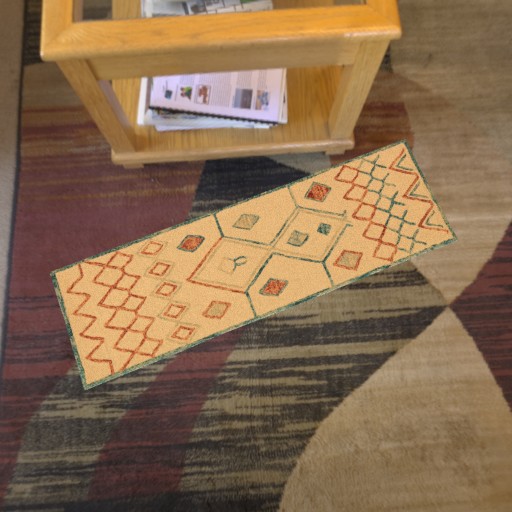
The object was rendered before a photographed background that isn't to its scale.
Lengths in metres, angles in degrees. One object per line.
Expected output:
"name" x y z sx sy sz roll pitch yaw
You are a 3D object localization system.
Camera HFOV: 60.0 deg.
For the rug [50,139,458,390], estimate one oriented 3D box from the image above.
"rug" 0.000 0.000 2.755 2.435 0.011 0.750 -21 77 -5
